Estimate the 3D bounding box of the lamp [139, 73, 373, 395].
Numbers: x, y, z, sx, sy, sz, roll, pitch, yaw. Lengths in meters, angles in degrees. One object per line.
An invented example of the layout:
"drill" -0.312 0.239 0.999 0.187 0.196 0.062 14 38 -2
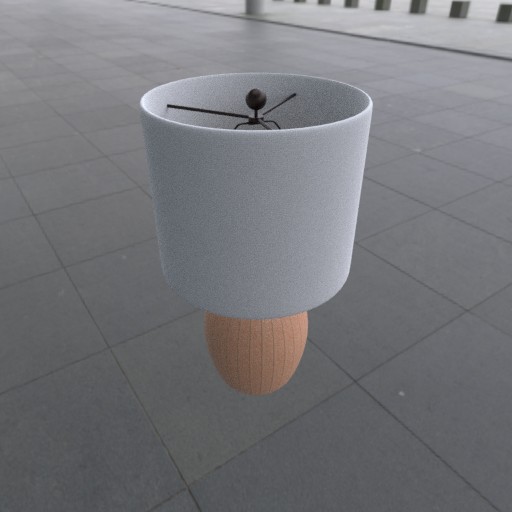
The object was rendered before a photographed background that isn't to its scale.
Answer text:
"lamp" 0.000 0.000 0.785 0.329 0.570 0.329 0 33 0
